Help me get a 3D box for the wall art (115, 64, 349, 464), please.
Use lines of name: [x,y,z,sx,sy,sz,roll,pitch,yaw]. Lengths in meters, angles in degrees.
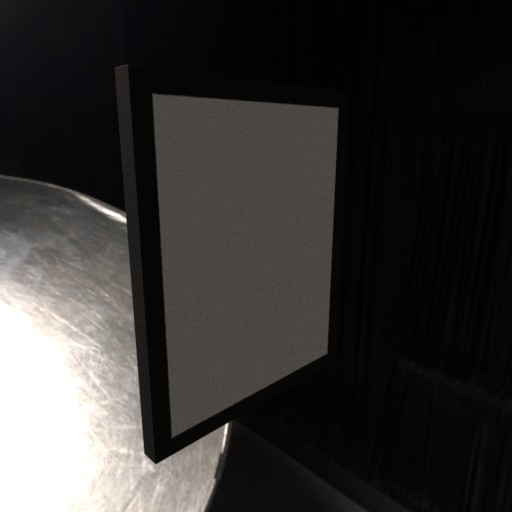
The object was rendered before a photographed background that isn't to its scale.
wall art: [0.000,0.000,0.550,0.329,0.404,0.024,-14,21,-43]
